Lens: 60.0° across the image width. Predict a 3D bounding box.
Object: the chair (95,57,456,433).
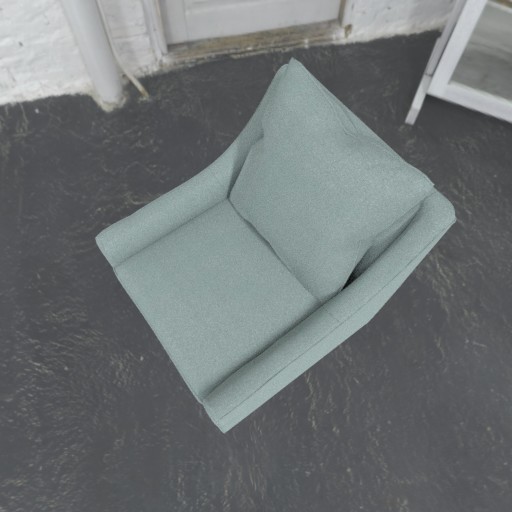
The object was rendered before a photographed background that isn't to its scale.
[{"bbox_3d":[0.000,0.000,1.554,0.870,0.926,0.760,-34,69,-15],"label":"chair"}]
